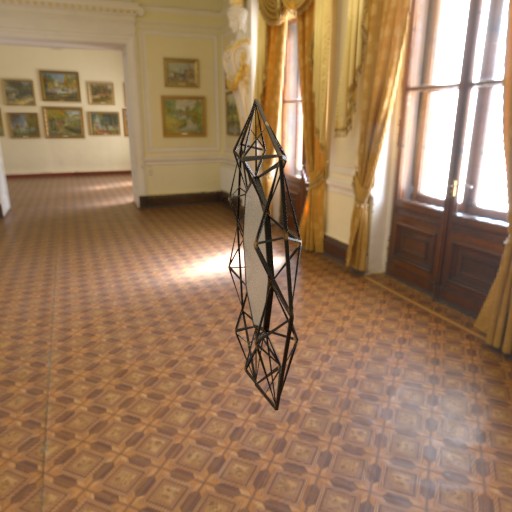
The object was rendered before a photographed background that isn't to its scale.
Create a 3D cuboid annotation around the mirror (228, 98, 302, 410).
[{"bbox_3d":[0.000,0.000,1.060,0.094,0.710,0.710,-3,17,-9],"label":"mirror"}]
